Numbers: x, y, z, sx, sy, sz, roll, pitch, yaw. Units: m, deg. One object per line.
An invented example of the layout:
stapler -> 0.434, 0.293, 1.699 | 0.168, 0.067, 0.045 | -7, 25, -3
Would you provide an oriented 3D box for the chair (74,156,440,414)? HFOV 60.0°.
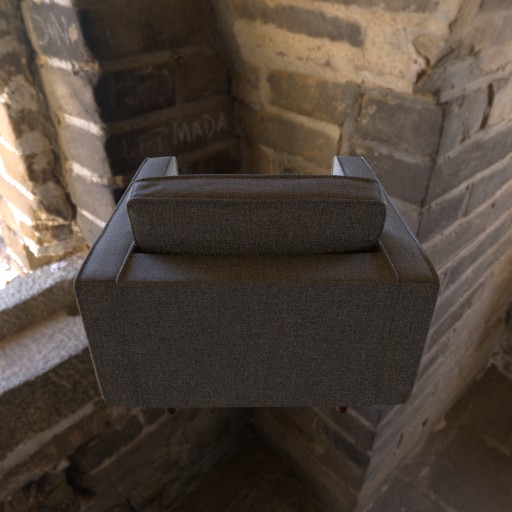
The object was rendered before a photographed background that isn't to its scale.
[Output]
chair -> 0.000, 0.000, 1.512 | 0.889, 0.765, 0.914 | 0, 32, 0
